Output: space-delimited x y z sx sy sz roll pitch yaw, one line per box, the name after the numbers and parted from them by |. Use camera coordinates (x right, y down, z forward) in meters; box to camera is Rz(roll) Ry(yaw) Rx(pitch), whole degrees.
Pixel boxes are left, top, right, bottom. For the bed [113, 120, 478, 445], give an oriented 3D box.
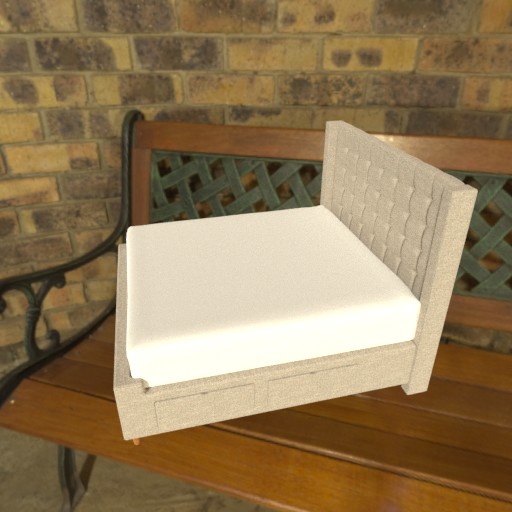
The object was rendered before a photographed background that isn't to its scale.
0.000 0.000 3.783 2.372 1.748 2.044 -7 30 -13 | bed
